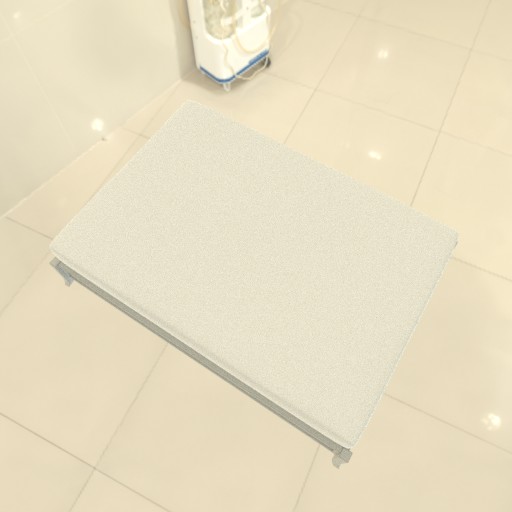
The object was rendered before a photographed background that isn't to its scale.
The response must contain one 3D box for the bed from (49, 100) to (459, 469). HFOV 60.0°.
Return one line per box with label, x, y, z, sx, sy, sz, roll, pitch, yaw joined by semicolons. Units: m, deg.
bed;0.000;0.000;2.664;1.985;0.510;1.460;30;67;14
